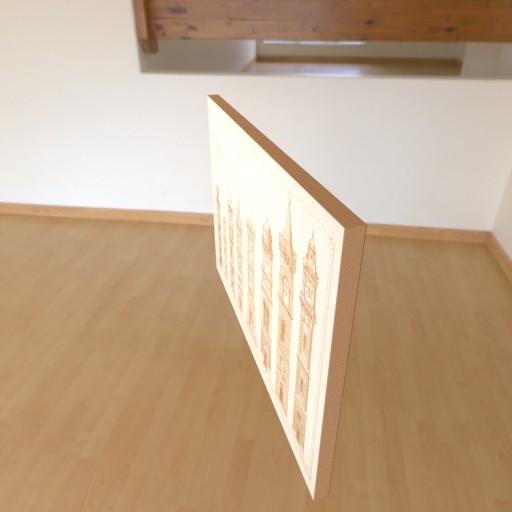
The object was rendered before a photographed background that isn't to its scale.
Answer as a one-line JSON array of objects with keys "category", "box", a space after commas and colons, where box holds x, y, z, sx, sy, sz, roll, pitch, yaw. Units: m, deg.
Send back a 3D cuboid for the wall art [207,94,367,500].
[{"category": "wall art", "box": [0.000, 0.000, 1.110, 0.033, 0.608, 0.915, -9, 32, -14]}]
